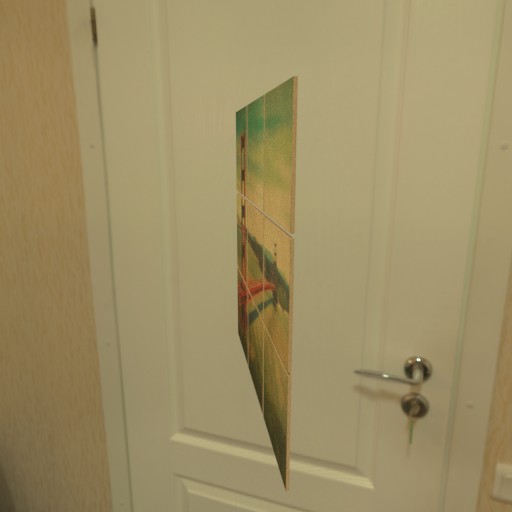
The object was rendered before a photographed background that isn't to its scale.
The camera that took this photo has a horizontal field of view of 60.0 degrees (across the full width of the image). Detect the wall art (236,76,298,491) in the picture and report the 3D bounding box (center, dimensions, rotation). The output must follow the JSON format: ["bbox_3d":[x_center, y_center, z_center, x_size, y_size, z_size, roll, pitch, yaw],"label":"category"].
[{"bbox_3d":[0.000,0.000,2.266,0.014,1.507,1.519,-2,14,-9],"label":"wall art"}]
